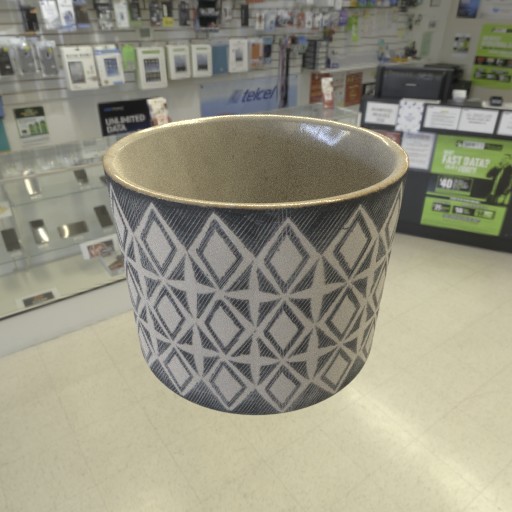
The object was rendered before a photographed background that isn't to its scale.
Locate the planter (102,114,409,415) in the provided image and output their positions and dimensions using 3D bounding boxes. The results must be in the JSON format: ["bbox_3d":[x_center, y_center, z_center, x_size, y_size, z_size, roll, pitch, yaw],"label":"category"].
[{"bbox_3d":[0.000,0.000,0.331,0.192,0.165,0.192,0,30,0],"label":"planter"}]
